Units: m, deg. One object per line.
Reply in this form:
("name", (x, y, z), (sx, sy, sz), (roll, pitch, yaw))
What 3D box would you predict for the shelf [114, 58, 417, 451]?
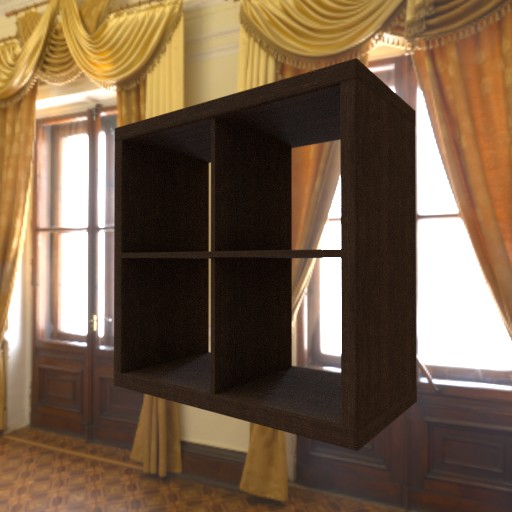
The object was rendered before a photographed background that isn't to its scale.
("shelf", (0.000, 0.000, 1.277), (0.790, 0.786, 0.390), (-1, -1, 36))
